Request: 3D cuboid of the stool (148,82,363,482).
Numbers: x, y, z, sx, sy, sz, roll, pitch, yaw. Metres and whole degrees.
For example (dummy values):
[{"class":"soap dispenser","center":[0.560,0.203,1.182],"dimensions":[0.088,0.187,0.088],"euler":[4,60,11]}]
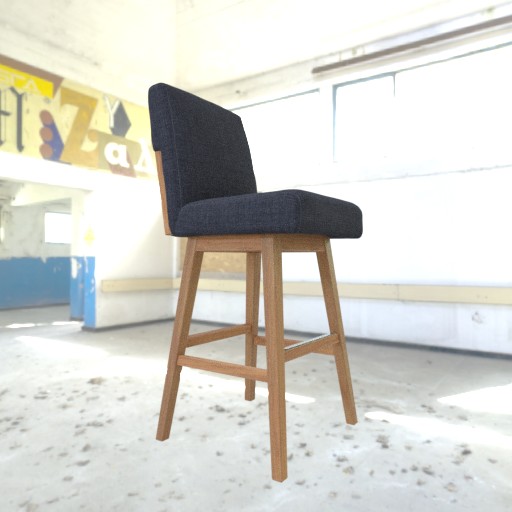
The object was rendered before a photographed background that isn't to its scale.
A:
[{"class":"stool","center":[0.000,0.000,1.422],"dimensions":[0.570,1.112,0.483],"euler":[0,0,35]}]
